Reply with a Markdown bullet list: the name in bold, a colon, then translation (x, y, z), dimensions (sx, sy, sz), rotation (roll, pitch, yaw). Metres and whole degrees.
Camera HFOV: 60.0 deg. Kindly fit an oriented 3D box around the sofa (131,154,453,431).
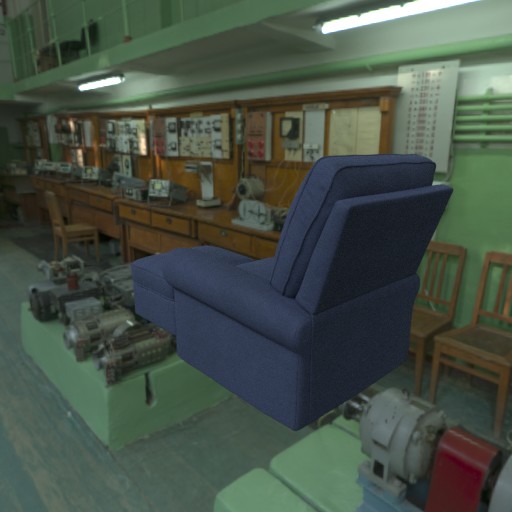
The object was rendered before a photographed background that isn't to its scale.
- **sofa**: translation (0.000, 0.000, 2.063), dimensions (0.880, 0.959, 1.478), rotation (-14, 20, -41)
